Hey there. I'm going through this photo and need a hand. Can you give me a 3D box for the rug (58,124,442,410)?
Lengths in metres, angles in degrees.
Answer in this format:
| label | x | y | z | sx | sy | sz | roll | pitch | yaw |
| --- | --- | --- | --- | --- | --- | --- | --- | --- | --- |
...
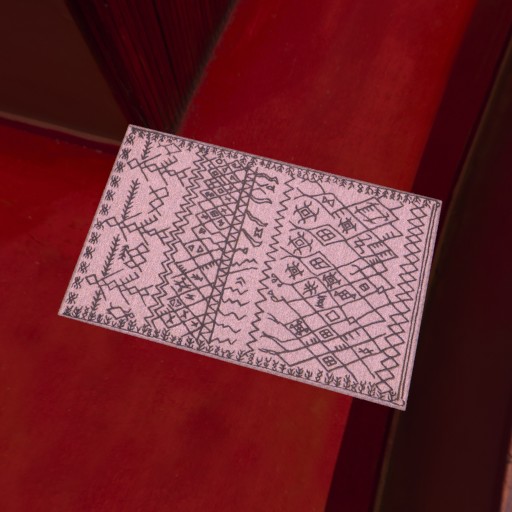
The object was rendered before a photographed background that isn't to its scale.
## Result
| label | x | y | z | sx | sy | sz | roll | pitch | yaw |
| --- | --- | --- | --- | --- | --- | --- | --- | --- | --- |
| rug | 0.000 | 0.000 | 3.182 | 2.444 | 0.012 | 1.526 | 15 | 76 | 4 |
